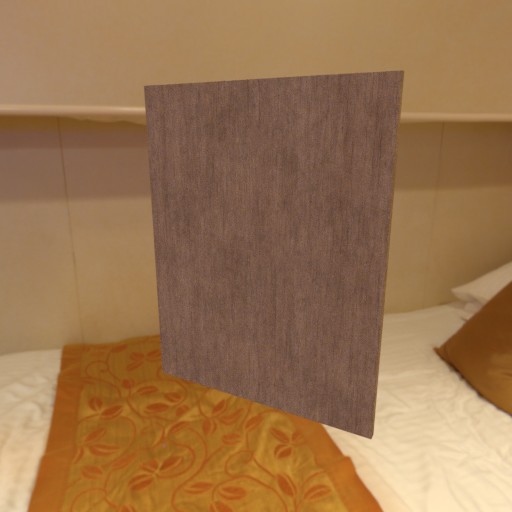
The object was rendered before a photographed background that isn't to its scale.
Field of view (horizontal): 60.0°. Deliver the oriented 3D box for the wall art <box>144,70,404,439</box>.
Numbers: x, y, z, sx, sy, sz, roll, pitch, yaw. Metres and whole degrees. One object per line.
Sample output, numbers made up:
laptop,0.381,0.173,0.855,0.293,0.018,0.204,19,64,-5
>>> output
wall art,0.000,0.000,0.922,0.534,0.686,0.018,8,18,27
